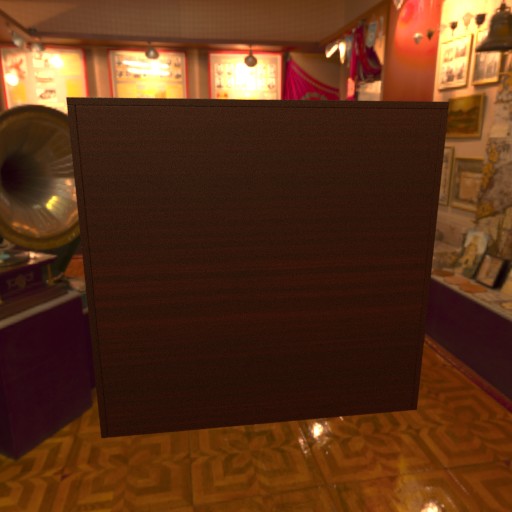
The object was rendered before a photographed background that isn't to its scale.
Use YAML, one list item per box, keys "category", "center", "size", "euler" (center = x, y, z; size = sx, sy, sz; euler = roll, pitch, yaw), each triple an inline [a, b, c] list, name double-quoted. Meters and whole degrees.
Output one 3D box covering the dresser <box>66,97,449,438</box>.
- category: "dresser"
  center: [0.000, 0.000, 1.121]
  size: [0.750, 0.720, 0.360]
  euler: [-2, 15, -8]
